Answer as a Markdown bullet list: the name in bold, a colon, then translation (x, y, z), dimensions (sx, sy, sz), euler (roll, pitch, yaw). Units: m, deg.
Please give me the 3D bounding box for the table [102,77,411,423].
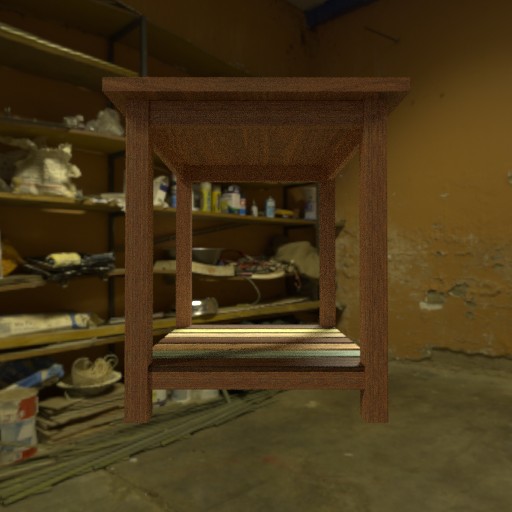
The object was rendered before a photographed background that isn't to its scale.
- **table**: translation (0.000, 0.000, 1.127), dimensions (0.559, 0.635, 0.660), euler (0, -1, 0)
